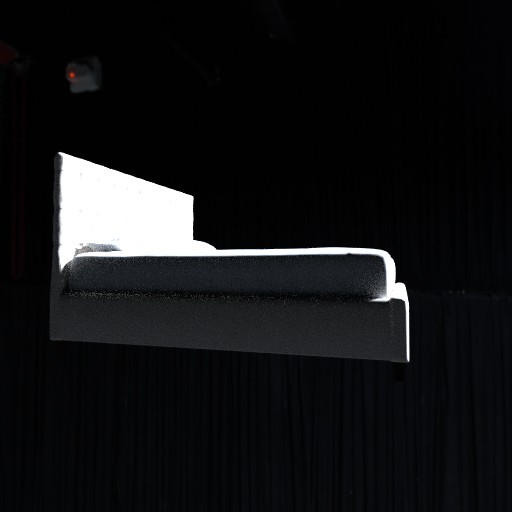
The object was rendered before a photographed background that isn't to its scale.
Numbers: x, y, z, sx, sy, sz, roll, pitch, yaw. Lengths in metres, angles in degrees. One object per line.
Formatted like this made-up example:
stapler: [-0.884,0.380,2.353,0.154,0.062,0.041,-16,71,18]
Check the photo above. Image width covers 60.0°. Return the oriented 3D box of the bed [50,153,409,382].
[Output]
bed: [0.000,0.000,3.713,2.387,1.427,2.078,0,-1,18]
